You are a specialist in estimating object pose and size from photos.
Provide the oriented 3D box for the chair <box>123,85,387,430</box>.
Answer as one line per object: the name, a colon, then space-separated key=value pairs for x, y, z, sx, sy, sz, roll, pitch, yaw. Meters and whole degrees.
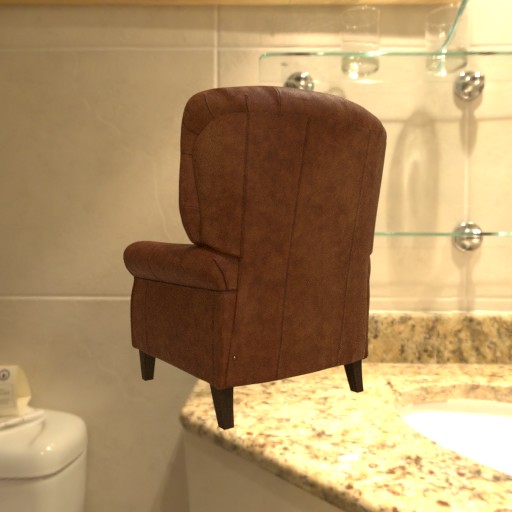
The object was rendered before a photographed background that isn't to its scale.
chair: x=0.000 y=0.000 z=1.933 sx=0.951 sy=1.164 sz=1.059 roll=-1 pitch=1 yaw=-36
